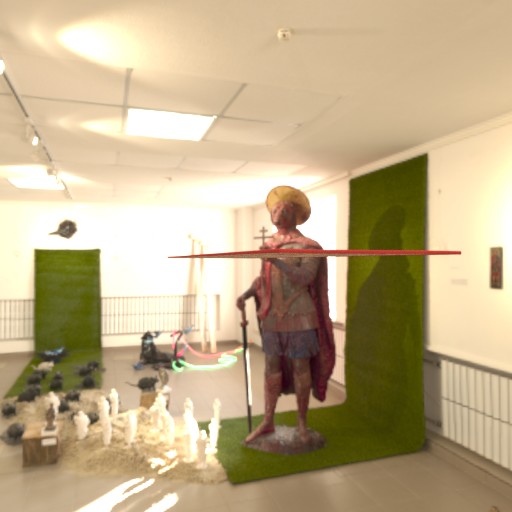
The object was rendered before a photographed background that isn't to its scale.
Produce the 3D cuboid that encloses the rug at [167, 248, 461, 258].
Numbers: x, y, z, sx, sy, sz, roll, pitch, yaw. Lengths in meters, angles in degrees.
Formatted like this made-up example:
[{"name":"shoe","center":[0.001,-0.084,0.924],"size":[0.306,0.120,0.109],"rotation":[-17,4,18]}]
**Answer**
[{"name":"rug","center":[0.000,0.000,2.448],"size":[0.659,0.015,2.292],"rotation":[0,-1,-19]}]
